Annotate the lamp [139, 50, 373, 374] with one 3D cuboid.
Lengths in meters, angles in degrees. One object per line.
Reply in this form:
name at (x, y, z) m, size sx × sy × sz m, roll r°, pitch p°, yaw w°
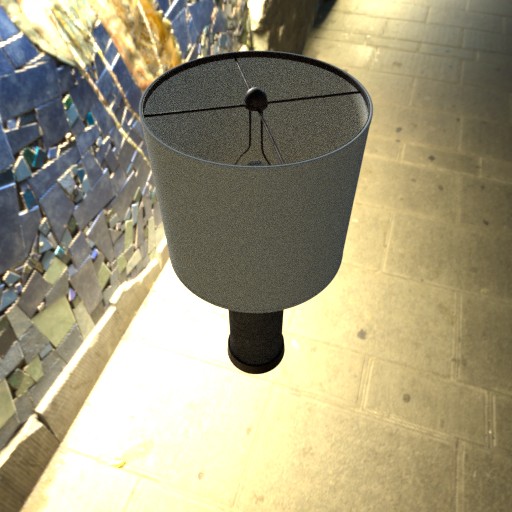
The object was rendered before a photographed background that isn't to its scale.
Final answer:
lamp at (0.000, 0.000, 0.798) m, size 0.301 × 0.630 × 0.301 m, roll 25°, pitch 52°, yaw 21°
